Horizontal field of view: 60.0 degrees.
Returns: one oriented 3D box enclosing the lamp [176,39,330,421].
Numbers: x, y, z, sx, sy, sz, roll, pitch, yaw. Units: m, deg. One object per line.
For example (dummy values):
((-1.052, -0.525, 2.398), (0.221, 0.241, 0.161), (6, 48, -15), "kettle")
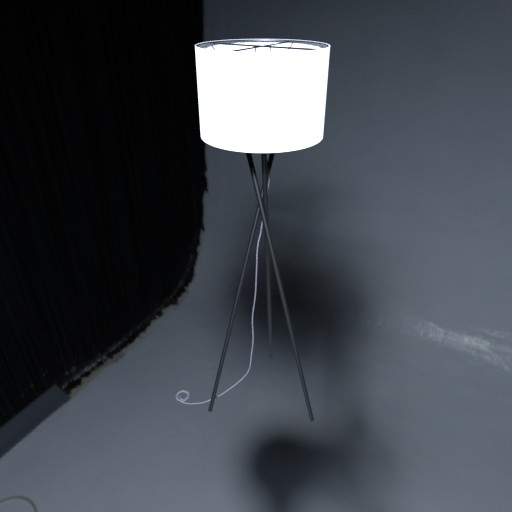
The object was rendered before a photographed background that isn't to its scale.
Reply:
((0.000, 0.000, 1.871), (0.667, 1.624, 0.522), (18, 35, 27), "lamp")
